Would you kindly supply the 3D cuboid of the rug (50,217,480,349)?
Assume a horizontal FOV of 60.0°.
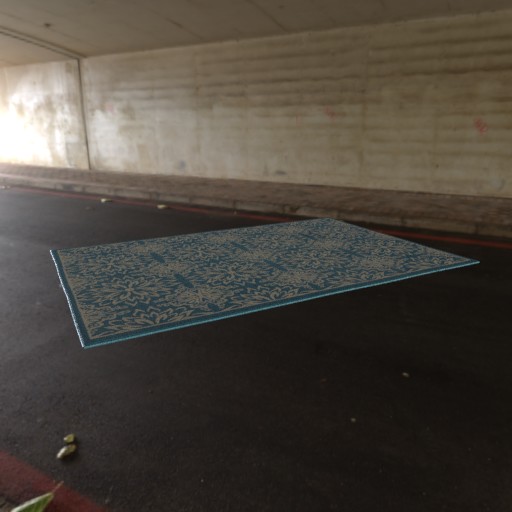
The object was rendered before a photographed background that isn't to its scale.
[{"bbox_3d":[0.000,0.000,2.259,1.833,0.012,1.211,-9,19,-27],"label":"rug"}]
